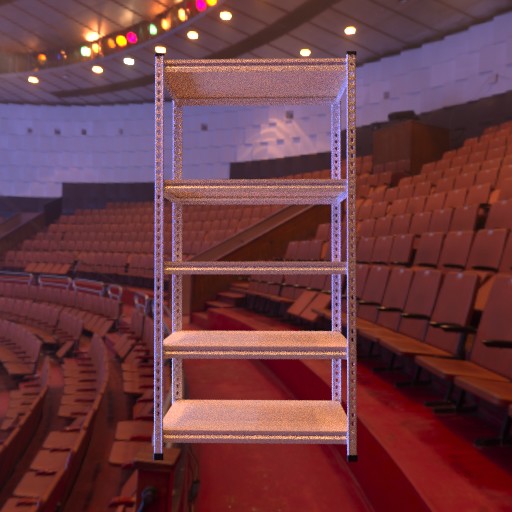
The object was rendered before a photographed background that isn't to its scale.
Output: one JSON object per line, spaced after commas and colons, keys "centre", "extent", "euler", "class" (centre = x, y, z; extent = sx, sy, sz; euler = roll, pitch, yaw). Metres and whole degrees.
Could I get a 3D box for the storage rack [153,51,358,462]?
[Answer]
{"centre": [0.000, 0.000, 2.208], "extent": [0.914, 1.829, 0.457], "euler": [0, -1, 1], "class": "storage rack"}
